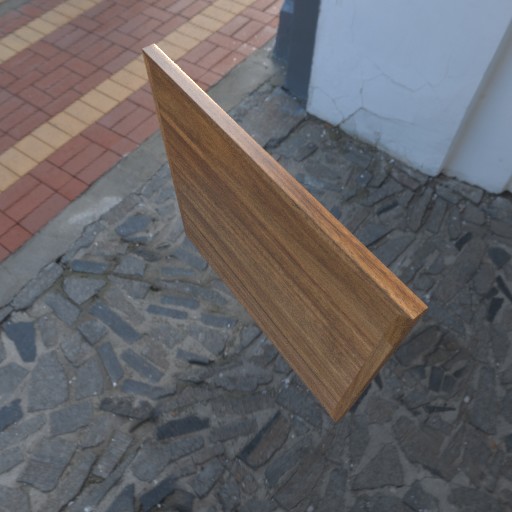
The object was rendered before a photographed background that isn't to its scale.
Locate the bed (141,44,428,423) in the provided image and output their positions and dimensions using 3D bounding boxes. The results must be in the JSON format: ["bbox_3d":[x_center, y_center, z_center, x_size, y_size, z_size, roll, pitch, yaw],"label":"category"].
[{"bbox_3d":[0.000,0.000,1.451,0.043,0.940,1.041,-32,64,-18],"label":"bed"}]
